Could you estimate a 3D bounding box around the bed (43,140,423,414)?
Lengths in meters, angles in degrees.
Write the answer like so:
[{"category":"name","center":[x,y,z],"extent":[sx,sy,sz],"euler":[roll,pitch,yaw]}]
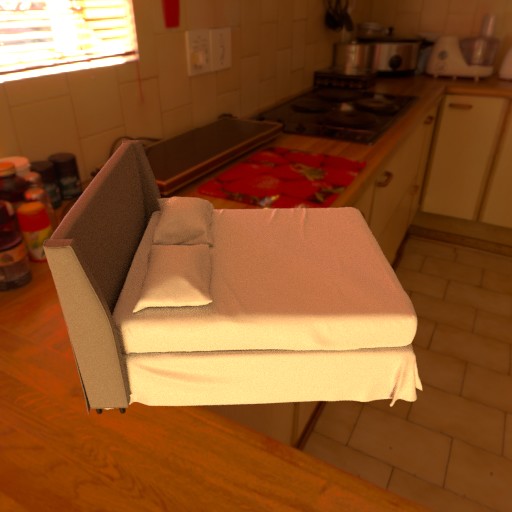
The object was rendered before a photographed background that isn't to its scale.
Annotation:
[{"category":"bed","center":[0.000,0.000,3.435],"extent":[2.276,1.332,1.925],"euler":[-1,31,-2]}]
